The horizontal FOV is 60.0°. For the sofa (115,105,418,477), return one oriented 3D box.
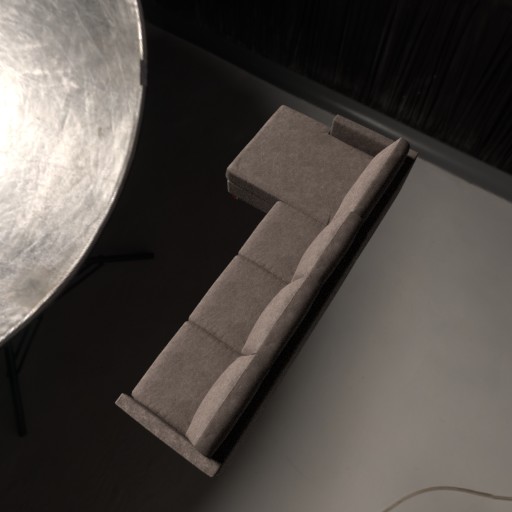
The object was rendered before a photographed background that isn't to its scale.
[{"bbox_3d":[0.000,0.000,4.163,1.606,0.954,3.471,31,68,14],"label":"sofa"}]
